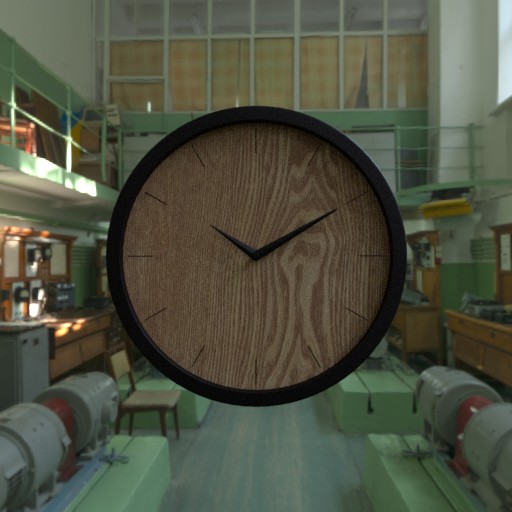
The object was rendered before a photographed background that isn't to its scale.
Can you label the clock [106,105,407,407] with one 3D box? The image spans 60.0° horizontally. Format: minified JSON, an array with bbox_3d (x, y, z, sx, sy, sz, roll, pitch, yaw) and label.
[{"bbox_3d":[0.000,0.000,0.474,0.314,0.314,0.029,0,0,1],"label":"clock"}]
